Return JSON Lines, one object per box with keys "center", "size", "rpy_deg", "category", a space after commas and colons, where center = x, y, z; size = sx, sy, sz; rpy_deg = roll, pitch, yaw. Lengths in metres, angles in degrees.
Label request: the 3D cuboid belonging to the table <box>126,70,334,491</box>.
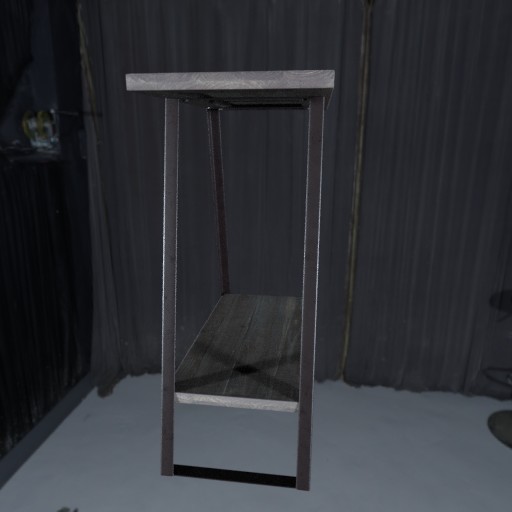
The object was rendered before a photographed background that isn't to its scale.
{"center": [0.000, 0.000, 1.002], "size": [0.300, 0.701, 0.599], "rpy_deg": [2, 16, 8], "category": "table"}
